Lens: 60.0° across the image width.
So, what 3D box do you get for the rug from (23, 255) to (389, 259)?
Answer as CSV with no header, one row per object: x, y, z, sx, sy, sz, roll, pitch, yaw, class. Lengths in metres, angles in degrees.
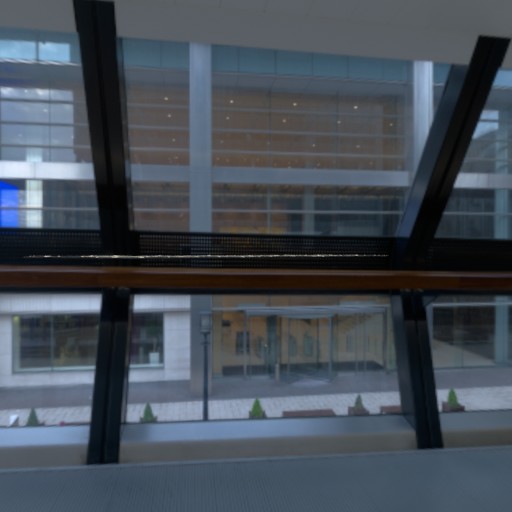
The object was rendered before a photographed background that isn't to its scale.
0.000,0.000,2.730,0.807,0.010,2.476,0,0,36,rug
